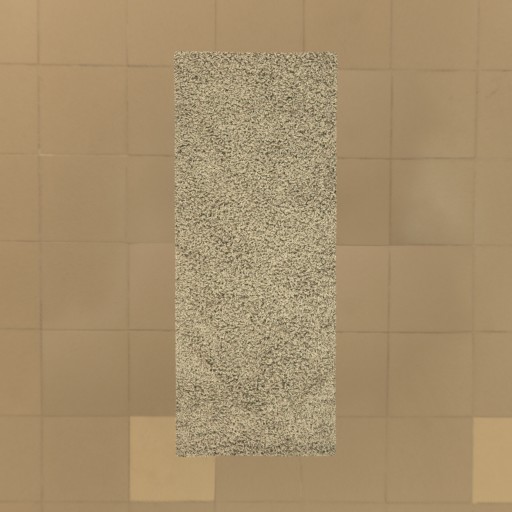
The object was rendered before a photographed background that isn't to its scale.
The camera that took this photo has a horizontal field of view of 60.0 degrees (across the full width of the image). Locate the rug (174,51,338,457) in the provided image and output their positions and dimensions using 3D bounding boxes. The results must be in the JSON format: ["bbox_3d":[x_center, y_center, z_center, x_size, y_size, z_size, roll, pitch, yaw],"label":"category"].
[{"bbox_3d":[0.000,0.000,1.673,0.609,0.030,1.524,0,91,-1],"label":"rug"}]
